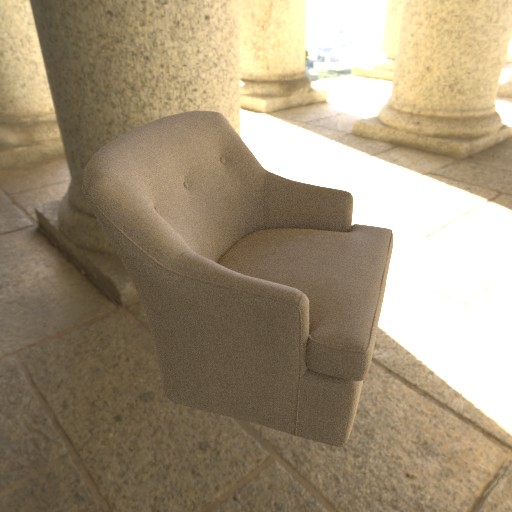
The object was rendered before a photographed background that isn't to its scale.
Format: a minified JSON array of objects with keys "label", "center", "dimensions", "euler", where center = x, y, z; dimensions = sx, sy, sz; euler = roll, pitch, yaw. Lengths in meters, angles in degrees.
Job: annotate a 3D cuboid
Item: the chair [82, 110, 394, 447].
[{"label":"chair","center":[0.000,0.000,1.600],"dimensions":[0.923,0.856,0.864],"euler":[11,32,17]}]
